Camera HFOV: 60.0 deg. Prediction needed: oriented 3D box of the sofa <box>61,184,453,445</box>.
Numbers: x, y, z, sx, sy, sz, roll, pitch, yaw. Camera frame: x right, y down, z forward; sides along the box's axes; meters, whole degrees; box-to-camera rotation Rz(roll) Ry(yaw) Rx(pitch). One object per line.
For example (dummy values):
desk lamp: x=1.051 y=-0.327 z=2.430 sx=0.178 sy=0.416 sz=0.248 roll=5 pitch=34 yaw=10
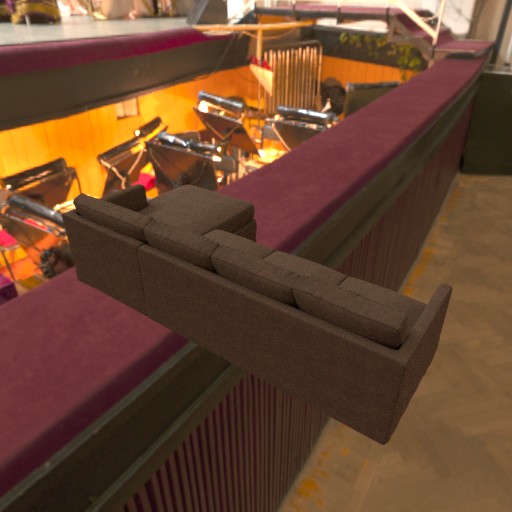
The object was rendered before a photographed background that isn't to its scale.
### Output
sofa: x=0.000 y=0.000 z=3.896 sx=3.205 sy=0.922 sz=1.650 roll=21 pitch=37 yaw=30
